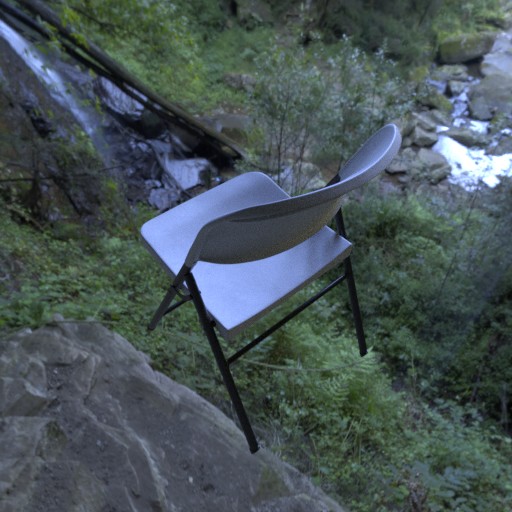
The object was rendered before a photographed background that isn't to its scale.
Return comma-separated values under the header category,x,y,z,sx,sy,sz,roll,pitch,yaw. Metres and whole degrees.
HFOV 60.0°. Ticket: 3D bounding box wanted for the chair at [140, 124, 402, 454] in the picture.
category,x,y,z,sx,sy,sz,roll,pitch,yaw
chair,0.000,0.000,1.171,0.494,0.810,0.566,-32,54,-27
